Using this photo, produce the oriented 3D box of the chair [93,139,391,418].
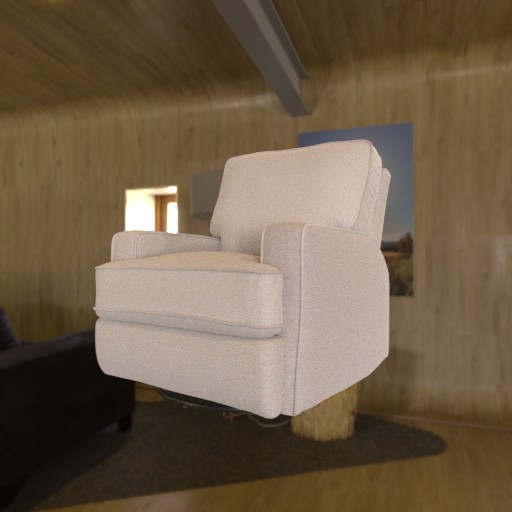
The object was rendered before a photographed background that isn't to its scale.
[{"bbox_3d":[0.000,0.000,1.728,0.861,0.964,0.969,0,0,36],"label":"chair"}]
